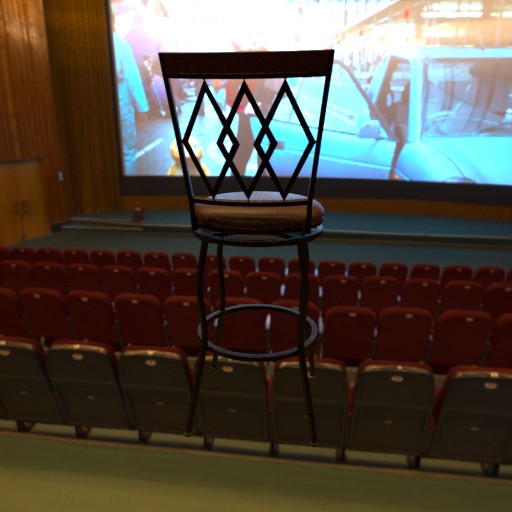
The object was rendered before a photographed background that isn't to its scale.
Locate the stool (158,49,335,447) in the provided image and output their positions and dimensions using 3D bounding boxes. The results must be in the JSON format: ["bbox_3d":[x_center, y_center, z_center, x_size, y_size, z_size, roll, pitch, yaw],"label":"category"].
[{"bbox_3d":[0.000,0.000,1.408,0.432,1.134,0.521,2,17,6],"label":"stool"}]
